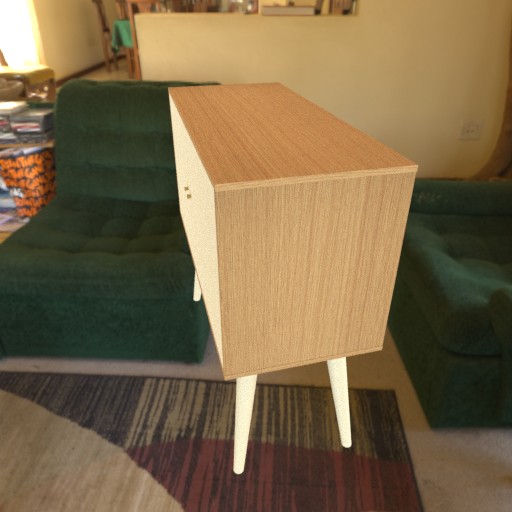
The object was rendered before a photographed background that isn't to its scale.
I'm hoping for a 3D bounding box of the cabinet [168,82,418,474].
[{"bbox_3d":[0.000,0.000,1.634,0.470,1.016,1.057,-8,32,-13],"label":"cabinet"}]
